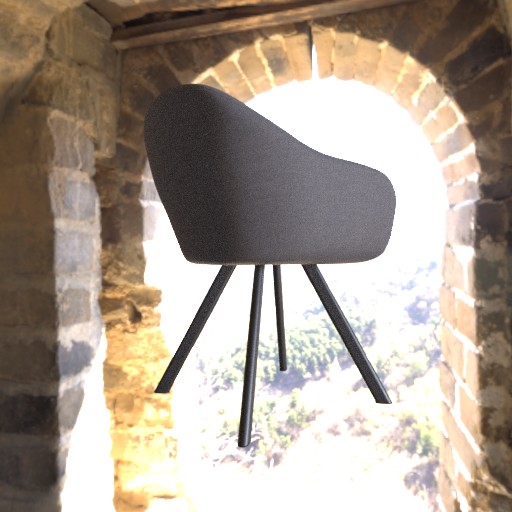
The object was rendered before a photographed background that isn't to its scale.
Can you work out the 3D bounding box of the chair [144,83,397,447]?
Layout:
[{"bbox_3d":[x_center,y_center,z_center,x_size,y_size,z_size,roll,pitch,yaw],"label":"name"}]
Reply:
[{"bbox_3d":[0.000,0.000,1.200,0.570,0.780,0.540,0,0,-35],"label":"chair"}]
